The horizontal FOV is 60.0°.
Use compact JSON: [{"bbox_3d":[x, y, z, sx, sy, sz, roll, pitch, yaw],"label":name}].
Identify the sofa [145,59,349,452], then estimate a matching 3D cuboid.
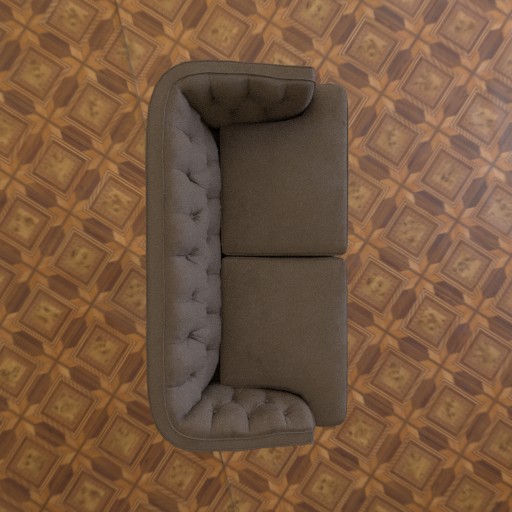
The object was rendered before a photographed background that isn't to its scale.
[{"bbox_3d":[0.000,0.000,2.262,0.941,0.855,1.733,0,91,0],"label":"sofa"}]
